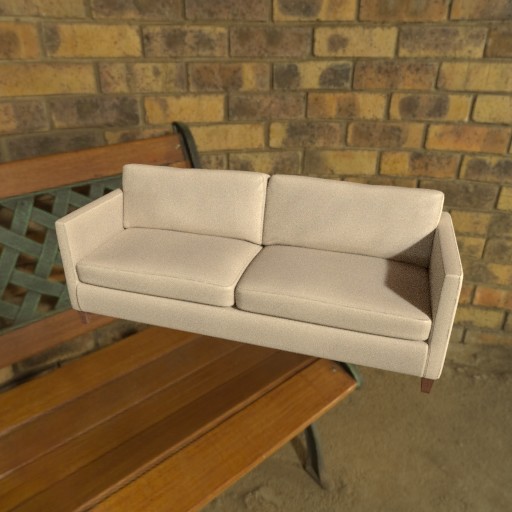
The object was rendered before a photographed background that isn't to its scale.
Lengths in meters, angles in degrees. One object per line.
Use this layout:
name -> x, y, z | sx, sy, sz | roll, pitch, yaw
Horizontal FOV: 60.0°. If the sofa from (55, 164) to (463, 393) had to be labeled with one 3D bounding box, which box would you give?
sofa -> 0.000, 0.000, 2.911 | 2.361, 0.968, 0.951 | 8, 27, 16
